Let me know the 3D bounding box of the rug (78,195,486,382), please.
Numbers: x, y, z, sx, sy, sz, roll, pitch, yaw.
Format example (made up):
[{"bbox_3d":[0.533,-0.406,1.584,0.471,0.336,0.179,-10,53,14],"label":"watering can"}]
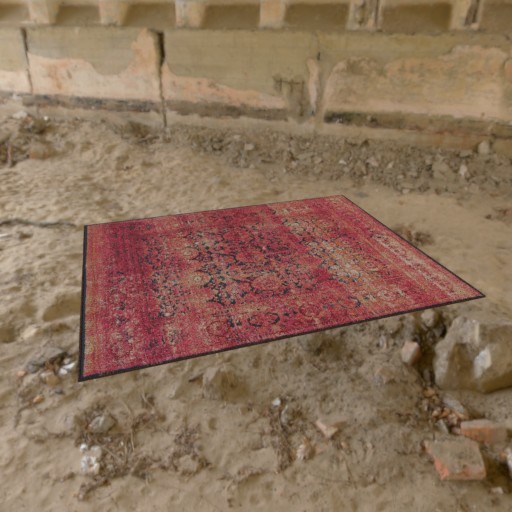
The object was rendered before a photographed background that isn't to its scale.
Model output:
[{"bbox_3d":[0.000,0.000,4.073,3.032,0.020,2.411,-9,29,-16],"label":"rug"}]
